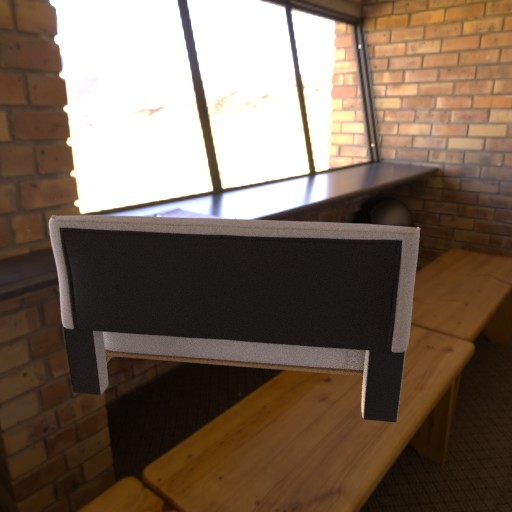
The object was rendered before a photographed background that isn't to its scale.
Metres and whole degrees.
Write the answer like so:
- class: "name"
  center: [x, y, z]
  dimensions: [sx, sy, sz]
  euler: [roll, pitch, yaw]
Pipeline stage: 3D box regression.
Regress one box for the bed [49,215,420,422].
- class: "bed"
  center: [0.000, 0.000, 3.561]
  dimensions: [1.980, 1.126, 2.498]
  euler: [3, 18, 8]
